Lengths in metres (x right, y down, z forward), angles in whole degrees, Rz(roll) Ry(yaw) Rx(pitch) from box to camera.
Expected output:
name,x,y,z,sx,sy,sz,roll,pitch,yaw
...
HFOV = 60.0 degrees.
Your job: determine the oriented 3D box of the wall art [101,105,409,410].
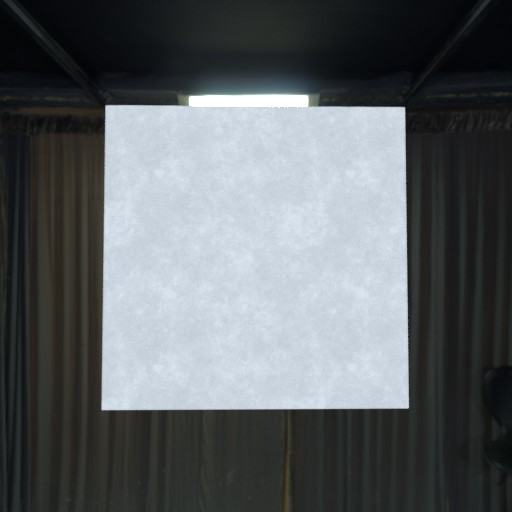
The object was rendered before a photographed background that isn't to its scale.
name,x,y,z,sx,sy,sz,roll,pitch,yaw
wall art,0.000,0.000,0.449,0.303,0.303,0.015,0,-2,-1
